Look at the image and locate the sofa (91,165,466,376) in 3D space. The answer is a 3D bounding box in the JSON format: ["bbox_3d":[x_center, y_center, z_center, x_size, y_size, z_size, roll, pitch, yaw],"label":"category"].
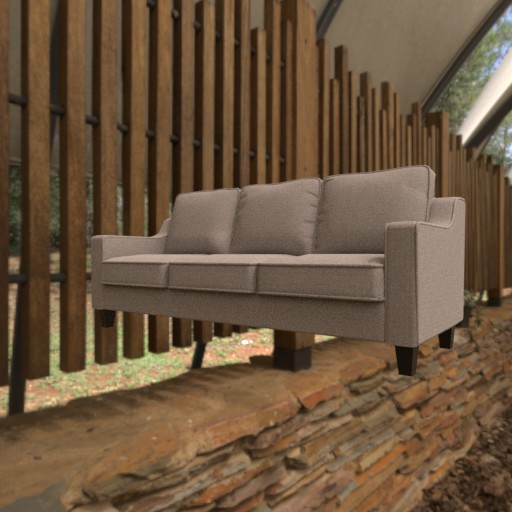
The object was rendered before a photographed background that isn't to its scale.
[{"bbox_3d":[0.000,0.000,2.637,2.129,0.950,0.899,0,0,36],"label":"sofa"}]
